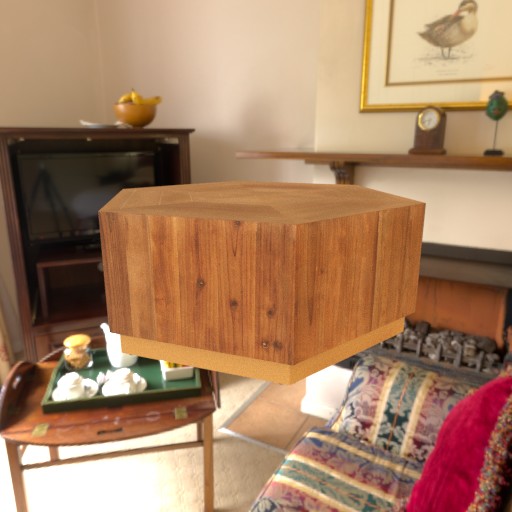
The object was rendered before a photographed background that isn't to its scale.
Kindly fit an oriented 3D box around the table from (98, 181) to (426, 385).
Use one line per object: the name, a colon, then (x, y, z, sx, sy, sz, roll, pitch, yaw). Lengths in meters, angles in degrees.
table: (0.000, 0.000, 1.664, 1.000, 0.456, 1.154, -2, 15, -9)
